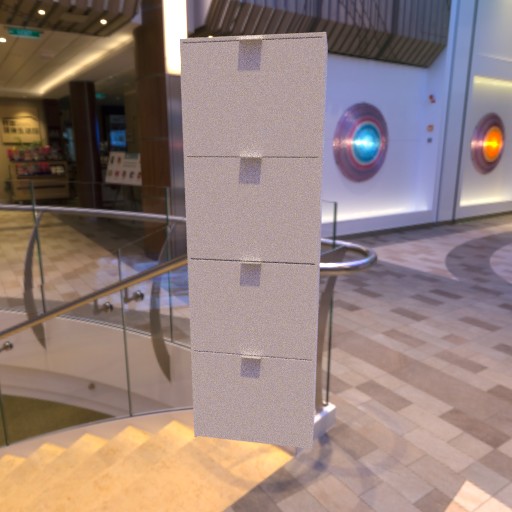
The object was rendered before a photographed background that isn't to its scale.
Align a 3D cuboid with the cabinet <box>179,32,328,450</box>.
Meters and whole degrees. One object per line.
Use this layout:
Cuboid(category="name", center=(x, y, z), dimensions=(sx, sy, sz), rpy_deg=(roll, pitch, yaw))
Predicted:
Cuboid(category="cabinet", center=(0.000, 0.000, 1.837), dimensions=(0.520, 1.630, 0.255), rpy_deg=(2, 14, 10))
